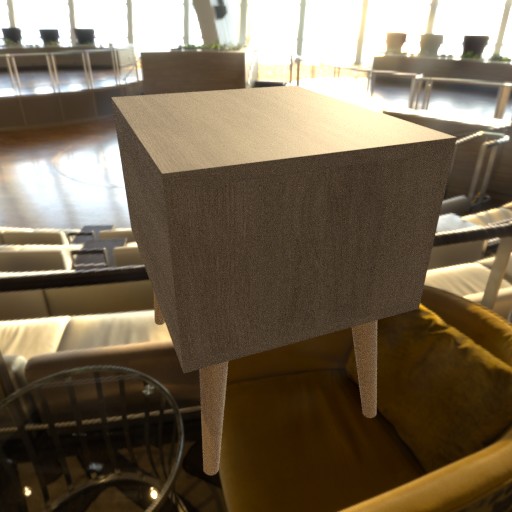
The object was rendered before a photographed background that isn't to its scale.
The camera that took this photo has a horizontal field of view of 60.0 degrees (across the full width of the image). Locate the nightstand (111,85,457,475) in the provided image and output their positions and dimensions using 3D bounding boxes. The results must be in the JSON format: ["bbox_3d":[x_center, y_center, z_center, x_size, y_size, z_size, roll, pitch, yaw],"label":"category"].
[{"bbox_3d":[0.000,0.000,0.800,0.380,0.500,0.450,-11,31,-19],"label":"nightstand"}]
